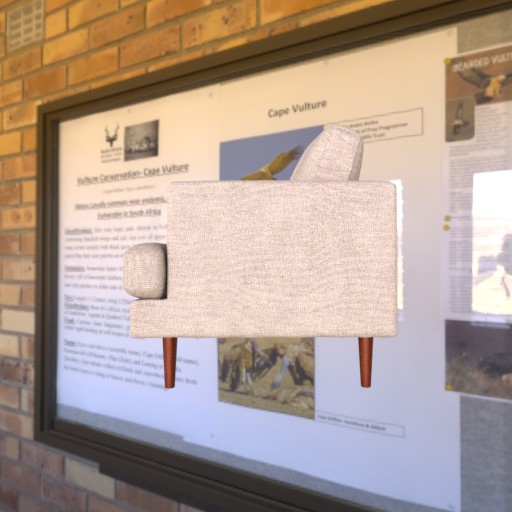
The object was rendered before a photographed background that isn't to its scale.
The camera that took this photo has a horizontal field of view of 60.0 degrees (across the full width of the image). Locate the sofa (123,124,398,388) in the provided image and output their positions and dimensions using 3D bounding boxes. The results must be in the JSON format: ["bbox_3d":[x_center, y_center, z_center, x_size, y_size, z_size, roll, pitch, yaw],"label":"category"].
[{"bbox_3d":[0.000,0.000,2.199,0.903,0.944,1.582,0,-1,-1],"label":"sofa"}]
